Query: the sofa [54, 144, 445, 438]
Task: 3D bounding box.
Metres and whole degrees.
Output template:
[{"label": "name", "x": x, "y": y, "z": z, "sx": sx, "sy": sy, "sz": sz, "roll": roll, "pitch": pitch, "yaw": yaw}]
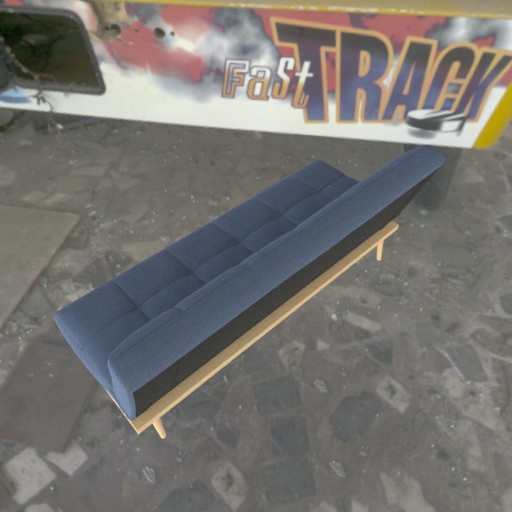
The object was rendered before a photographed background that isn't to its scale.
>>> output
[{"label": "sofa", "x": 0.000, "y": 0.000, "z": 2.176, "sx": 1.800, "sy": 0.800, "sz": 0.796, "roll": -34, "pitch": 55, "yaw": -28}]
